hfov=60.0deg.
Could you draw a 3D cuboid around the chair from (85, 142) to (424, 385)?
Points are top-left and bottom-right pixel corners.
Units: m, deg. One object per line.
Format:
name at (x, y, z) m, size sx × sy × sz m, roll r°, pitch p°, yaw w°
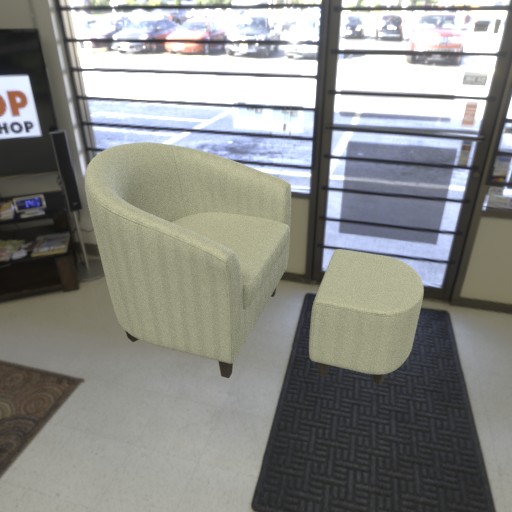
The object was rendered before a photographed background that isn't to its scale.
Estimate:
chair at (0.000, 0.000, 1.774) m, size 1.288 × 0.757 × 0.756 m, roll 10°, pitch 30°, yaw 17°
